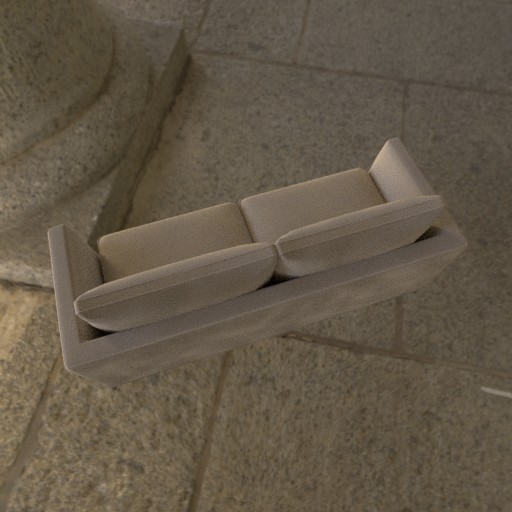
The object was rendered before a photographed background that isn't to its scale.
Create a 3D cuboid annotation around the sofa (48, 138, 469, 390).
[{"bbox_3d":[0.000,0.000,2.682,2.214,1.005,0.868,-16,62,-9],"label":"sofa"}]
